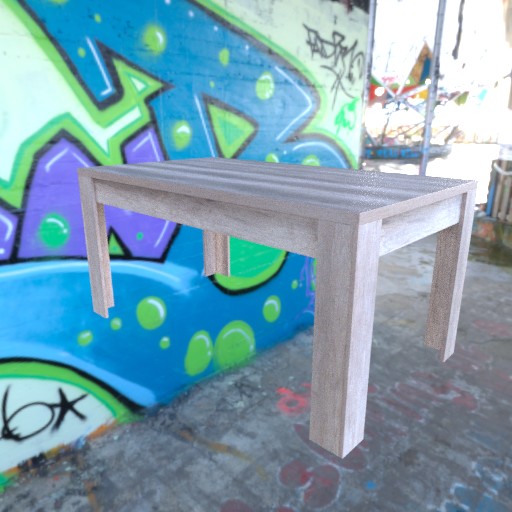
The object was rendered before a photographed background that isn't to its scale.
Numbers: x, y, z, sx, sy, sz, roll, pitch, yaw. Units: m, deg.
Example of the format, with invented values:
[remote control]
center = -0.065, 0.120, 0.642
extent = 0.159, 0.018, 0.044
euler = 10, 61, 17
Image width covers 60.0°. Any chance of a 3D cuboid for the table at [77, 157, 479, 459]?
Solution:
[table]
center = 0.000, 0.000, 2.099
extent = 1.600, 0.775, 0.900
euler = 16, 23, 41
